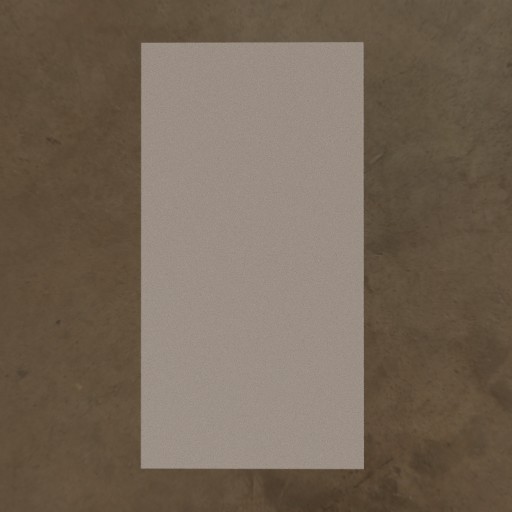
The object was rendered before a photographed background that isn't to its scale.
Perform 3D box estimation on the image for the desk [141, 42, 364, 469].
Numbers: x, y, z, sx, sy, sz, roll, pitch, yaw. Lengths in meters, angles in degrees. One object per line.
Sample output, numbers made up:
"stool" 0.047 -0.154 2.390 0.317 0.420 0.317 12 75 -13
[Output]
"desk" 0.000 0.000 1.298 0.482 0.730 0.898 0 90 0
